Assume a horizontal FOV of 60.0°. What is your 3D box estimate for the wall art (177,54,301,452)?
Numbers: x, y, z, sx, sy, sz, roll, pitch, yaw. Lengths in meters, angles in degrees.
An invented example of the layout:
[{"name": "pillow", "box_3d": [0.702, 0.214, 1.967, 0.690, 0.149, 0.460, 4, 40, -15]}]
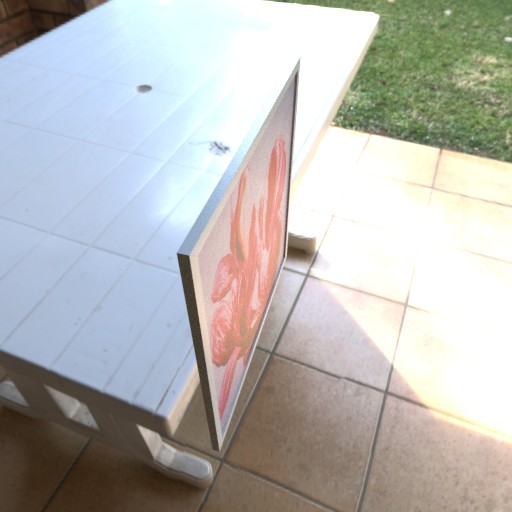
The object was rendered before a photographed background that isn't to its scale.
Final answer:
[{"name": "wall art", "box_3d": [0.000, 0.000, 1.247, 0.022, 0.803, 0.805, 12, 47, 11]}]
